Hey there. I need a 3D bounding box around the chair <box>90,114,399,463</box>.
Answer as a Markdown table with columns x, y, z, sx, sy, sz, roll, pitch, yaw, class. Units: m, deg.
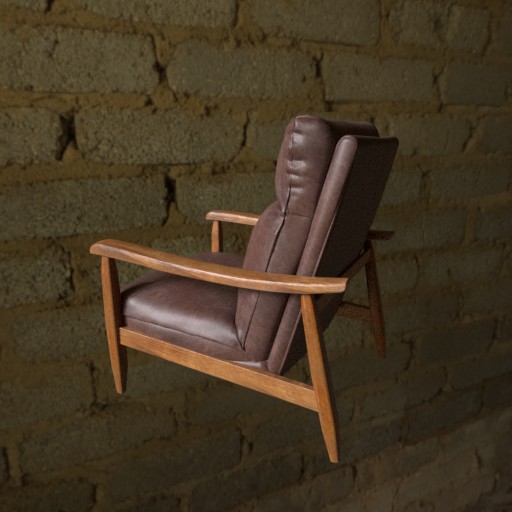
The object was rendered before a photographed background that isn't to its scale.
| x | y | z | sx | sy | sz | roll | pitch | yaw | class |
| --- | --- | --- | --- | --- | --- | --- | --- | --- | --- |
| 0.000 | 0.000 | 1.531 | 0.830 | 0.897 | 0.782 | 7 | 17 | 25 | chair |
